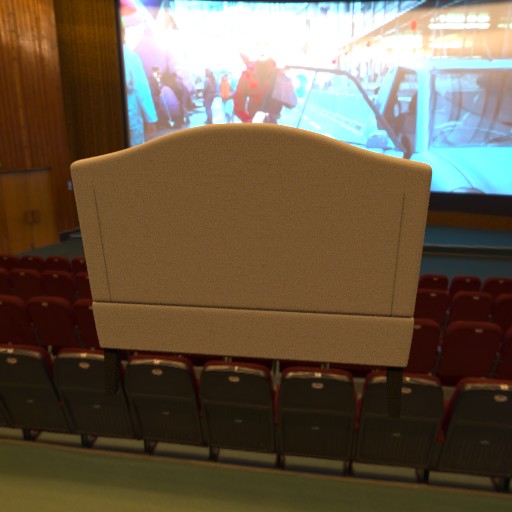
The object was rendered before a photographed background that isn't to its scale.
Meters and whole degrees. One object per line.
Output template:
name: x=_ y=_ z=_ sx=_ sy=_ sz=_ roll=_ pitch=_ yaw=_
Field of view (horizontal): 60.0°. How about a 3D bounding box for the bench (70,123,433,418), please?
bench: x=0.000 y=0.000 z=2.077 sx=1.335 sy=1.180 sz=0.815 roll=2 pitch=16 yaw=7
